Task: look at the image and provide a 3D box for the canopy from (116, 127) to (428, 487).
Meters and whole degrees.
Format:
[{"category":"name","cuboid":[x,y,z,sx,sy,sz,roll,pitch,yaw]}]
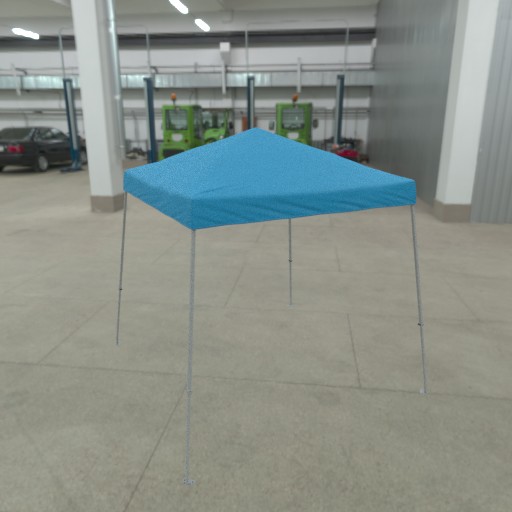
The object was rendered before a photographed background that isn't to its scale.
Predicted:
[{"category":"canopy","cuboid":[0.000,0.000,6.461,3.600,3.600,3.599,-9,19,-27]}]
